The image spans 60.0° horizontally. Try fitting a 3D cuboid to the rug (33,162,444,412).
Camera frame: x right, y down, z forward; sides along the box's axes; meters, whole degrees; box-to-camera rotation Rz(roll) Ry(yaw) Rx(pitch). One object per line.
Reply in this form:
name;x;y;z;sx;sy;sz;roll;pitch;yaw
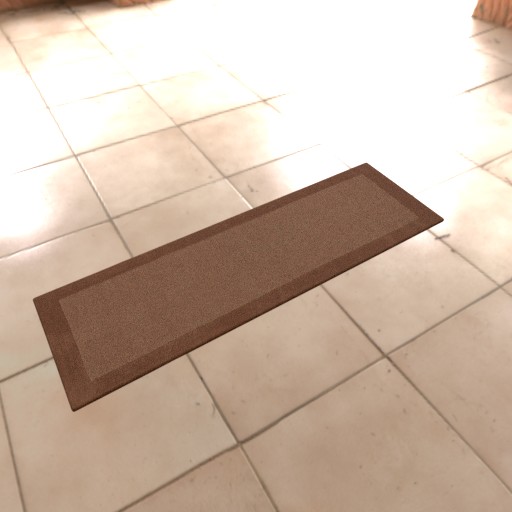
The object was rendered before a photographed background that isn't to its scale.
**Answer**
rug;0.000;0.000;2.672;2.439;0.017;0.764;-25;51;-21
